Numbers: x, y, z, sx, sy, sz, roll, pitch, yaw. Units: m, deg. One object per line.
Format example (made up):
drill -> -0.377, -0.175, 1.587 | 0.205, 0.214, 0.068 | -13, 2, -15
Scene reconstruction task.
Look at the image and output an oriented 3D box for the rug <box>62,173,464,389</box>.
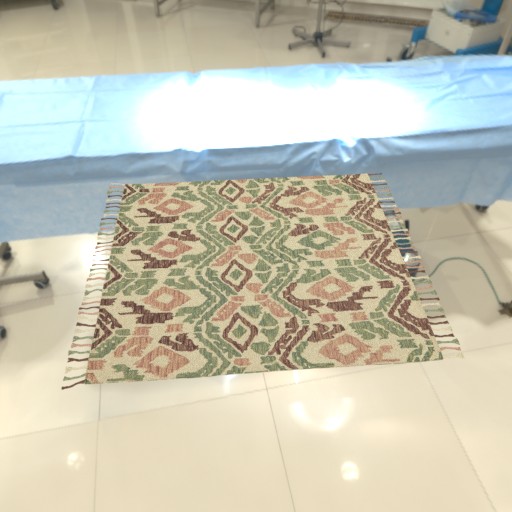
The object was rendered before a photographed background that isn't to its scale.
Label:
rug -> 0.000, 0.000, 4.120 | 3.048, 0.010, 2.438 | -3, 47, -3
